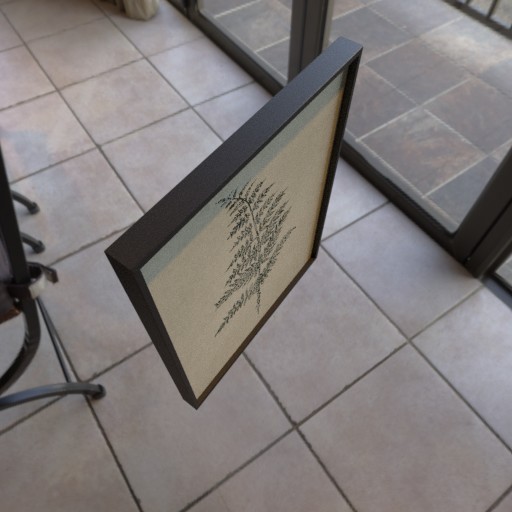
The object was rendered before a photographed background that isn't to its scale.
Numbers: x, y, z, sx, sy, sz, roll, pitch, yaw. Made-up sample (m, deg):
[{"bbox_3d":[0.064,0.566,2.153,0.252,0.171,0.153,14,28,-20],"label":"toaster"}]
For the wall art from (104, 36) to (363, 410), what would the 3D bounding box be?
[{"bbox_3d":[0.000,0.000,0.757,0.039,0.555,0.449,32,63,19],"label":"wall art"}]
